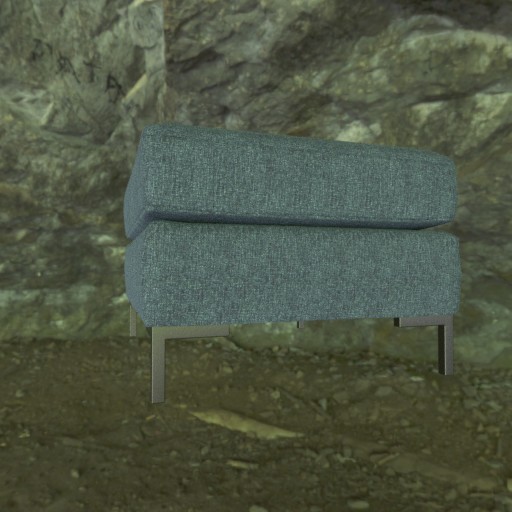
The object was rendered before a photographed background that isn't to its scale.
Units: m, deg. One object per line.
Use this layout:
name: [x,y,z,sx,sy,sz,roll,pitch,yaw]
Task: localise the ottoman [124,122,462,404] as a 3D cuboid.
ottoman: [0.000,0.000,1.247,0.695,0.533,0.831,0,-1,-19]
